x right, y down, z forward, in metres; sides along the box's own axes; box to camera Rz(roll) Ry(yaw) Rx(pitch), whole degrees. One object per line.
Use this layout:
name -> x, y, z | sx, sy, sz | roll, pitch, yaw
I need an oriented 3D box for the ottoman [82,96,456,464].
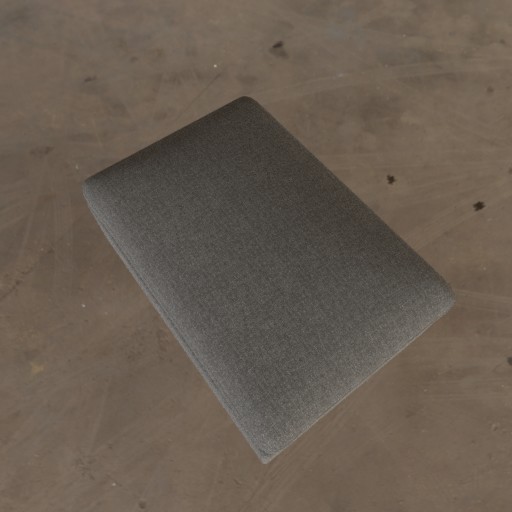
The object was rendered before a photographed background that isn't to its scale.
ottoman -> 0.000, 0.000, 1.477 | 0.711, 0.483, 1.041 | -34, 67, -17
